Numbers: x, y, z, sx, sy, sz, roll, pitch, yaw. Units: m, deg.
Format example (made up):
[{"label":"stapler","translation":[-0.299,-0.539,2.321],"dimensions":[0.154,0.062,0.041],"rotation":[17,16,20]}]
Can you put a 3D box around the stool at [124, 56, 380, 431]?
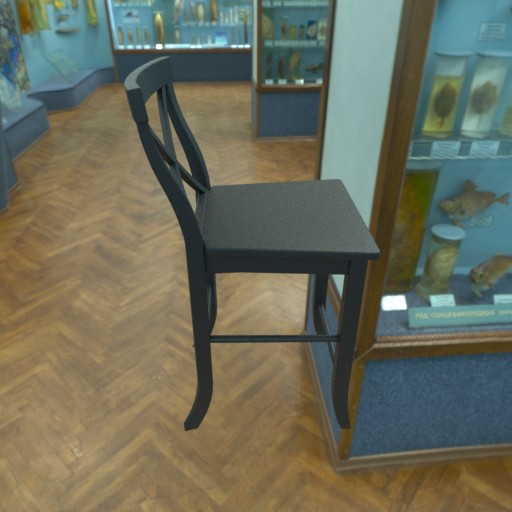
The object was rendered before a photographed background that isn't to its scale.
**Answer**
[{"label":"stool","translation":[0.000,0.000,1.256],"dimensions":[0.559,0.989,0.452],"rotation":[-1,31,-2]}]
